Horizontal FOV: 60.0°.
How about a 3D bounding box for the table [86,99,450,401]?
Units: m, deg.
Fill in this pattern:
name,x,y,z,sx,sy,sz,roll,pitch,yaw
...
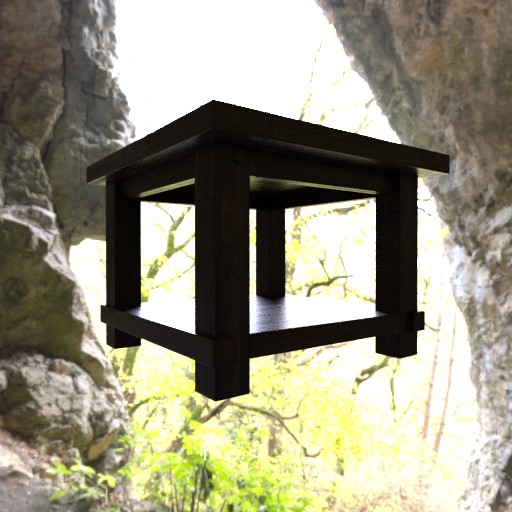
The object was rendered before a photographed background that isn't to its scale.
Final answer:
name,x,y,z,sx,sy,sz,roll,pitch,yaw
table,0.000,0.000,1.025,0.593,0.437,0.606,0,1,-36
